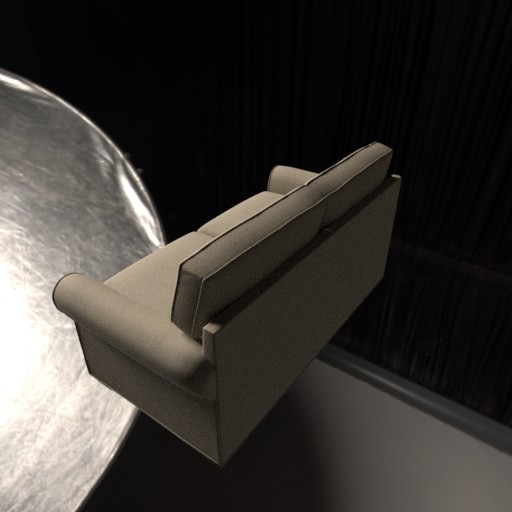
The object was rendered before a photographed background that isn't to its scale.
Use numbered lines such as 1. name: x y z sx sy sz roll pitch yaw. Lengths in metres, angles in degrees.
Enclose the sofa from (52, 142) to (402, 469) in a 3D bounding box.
1. sofa: 0.000 0.000 2.290 0.861 0.933 1.774 21 37 30
